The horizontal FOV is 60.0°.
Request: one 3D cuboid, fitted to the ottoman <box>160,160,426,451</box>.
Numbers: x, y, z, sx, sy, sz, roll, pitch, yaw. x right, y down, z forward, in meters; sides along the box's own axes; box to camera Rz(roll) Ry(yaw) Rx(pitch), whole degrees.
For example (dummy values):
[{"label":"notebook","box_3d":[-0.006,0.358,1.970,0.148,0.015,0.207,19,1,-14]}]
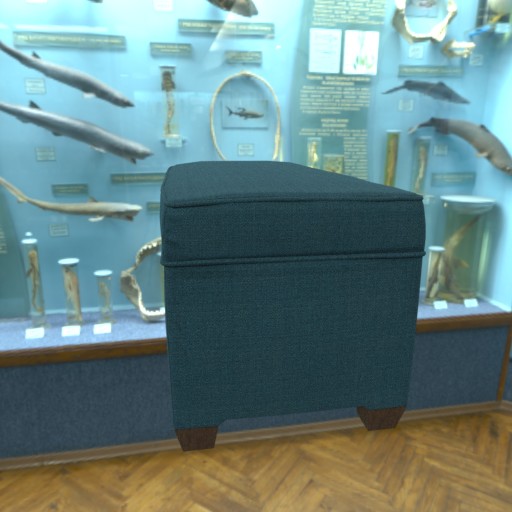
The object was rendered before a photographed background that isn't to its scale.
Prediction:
[{"label":"ottoman","box_3d":[0.000,0.000,1.189,0.474,0.474,0.943,-3,16,-9]}]
